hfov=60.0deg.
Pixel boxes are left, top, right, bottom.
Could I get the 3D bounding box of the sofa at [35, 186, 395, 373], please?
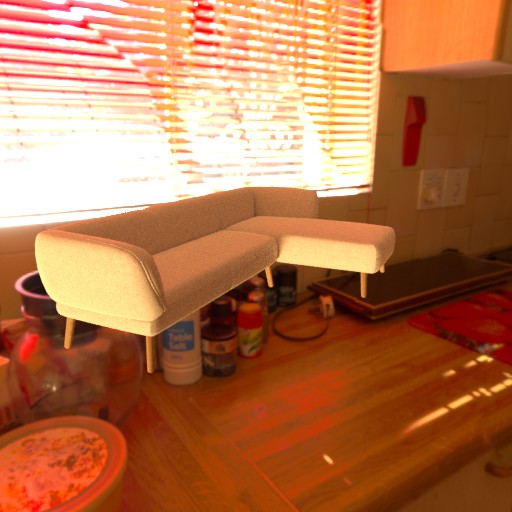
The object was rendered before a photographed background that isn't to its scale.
[{"bbox_3d":[0.000,0.000,3.256,1.610,0.730,2.660,7,17,25],"label":"sofa"}]
